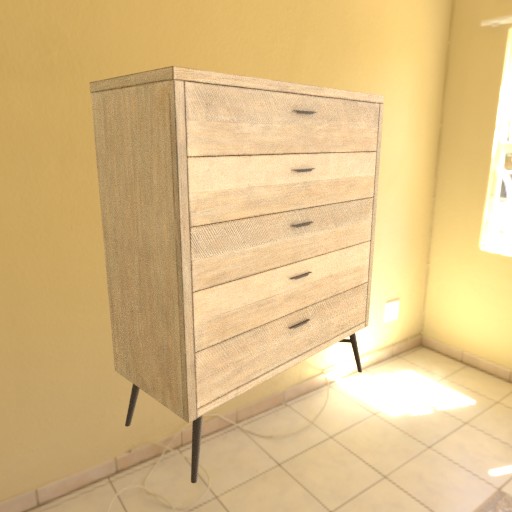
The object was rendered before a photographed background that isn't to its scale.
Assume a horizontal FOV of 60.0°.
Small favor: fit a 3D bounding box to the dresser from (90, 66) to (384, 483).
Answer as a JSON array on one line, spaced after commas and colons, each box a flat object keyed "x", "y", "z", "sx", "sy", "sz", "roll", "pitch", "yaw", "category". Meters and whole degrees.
[{"x": 0.000, "y": 0.000, "z": 1.726, "sx": 0.457, "sy": 1.219, "sz": 1.016, "roll": 14, "pitch": 20, "yaw": 43, "category": "dresser"}]
